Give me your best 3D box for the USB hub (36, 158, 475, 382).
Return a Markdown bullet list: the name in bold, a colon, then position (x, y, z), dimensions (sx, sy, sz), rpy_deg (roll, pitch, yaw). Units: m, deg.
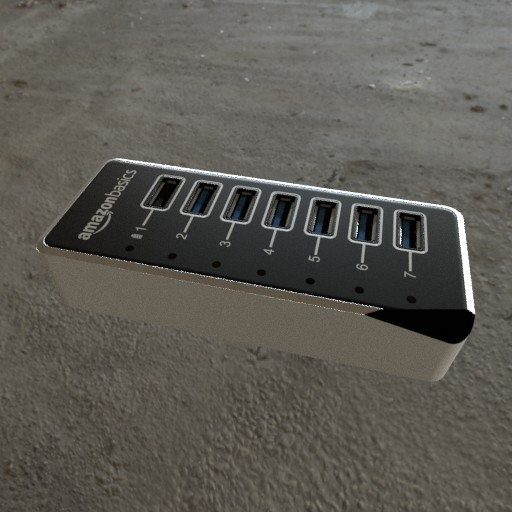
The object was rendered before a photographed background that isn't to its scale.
- **USB hub**: position (0.000, 0.000, 0.127), dimensions (0.110, 0.023, 0.044), rpy_deg (10, 47, 9)
